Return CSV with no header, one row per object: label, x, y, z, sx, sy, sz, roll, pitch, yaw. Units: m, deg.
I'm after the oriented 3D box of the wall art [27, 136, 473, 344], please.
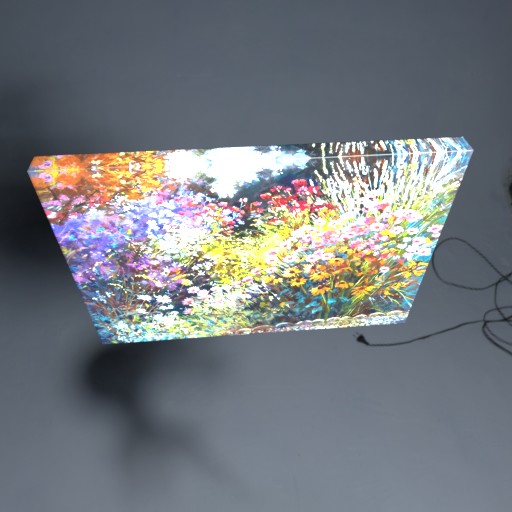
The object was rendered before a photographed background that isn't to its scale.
wall art,0.000,0.000,0.761,0.610,0.406,0.037,-3,45,-3
